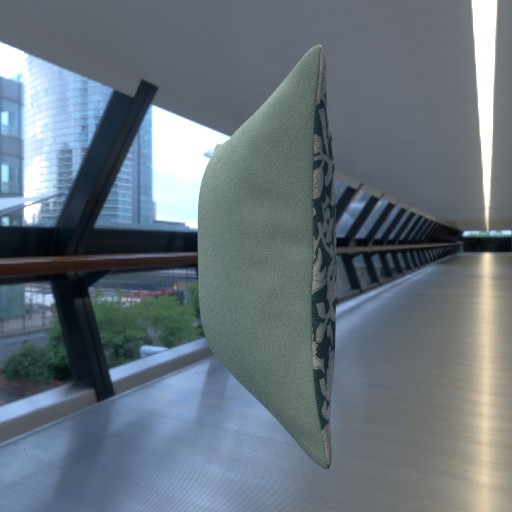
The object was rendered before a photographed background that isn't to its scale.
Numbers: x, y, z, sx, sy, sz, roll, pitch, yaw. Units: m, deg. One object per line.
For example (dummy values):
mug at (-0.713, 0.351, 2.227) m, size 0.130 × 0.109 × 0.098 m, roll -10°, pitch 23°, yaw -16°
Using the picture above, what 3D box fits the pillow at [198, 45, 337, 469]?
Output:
pillow at (0.000, 0.000, 0.773) m, size 0.166 × 0.508 × 0.525 m, roll 0°, pitch 0°, yaw -18°
